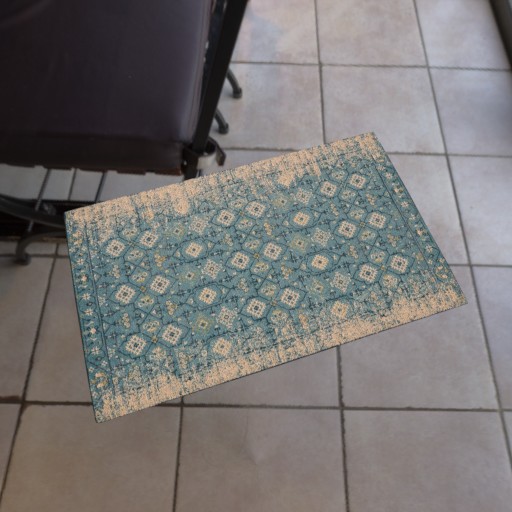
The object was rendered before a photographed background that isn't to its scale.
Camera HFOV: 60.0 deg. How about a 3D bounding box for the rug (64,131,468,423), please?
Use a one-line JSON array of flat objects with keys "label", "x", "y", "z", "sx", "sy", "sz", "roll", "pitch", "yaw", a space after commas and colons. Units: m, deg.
[{"label": "rug", "x": 0.000, "y": 0.000, "z": 2.227, "sx": 1.795, "sy": 0.008, "sz": 1.102, "roll": -16, "pitch": 66, "yaw": -7}]
